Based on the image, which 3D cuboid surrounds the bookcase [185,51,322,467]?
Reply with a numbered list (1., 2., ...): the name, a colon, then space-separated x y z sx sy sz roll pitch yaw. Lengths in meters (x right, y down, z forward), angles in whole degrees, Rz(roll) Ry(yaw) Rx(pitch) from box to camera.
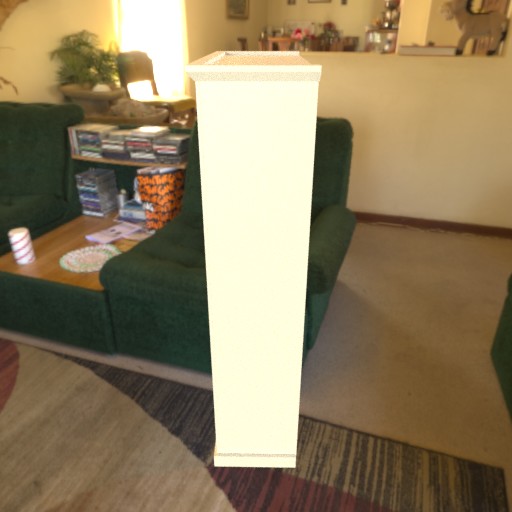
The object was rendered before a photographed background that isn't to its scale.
1. bookcase: 0.000 0.000 2.287 0.432 1.880 1.050 0 27 1
